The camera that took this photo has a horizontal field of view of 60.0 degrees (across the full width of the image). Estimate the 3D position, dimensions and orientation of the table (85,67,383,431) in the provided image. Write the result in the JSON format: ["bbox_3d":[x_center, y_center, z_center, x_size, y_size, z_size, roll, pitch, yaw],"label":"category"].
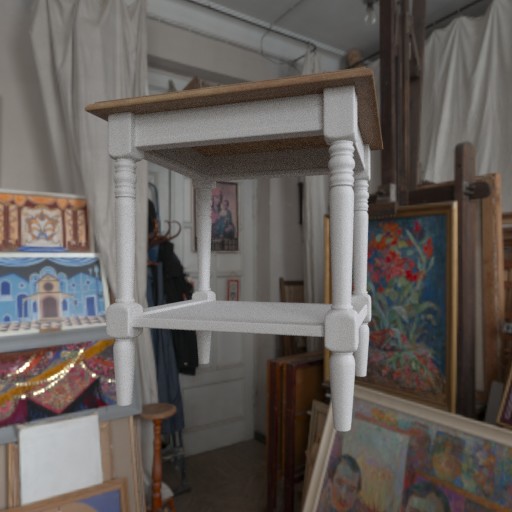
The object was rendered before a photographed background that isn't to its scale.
[{"bbox_3d":[0.000,0.000,0.943,0.508,0.561,0.457,0,-1,18],"label":"table"}]
